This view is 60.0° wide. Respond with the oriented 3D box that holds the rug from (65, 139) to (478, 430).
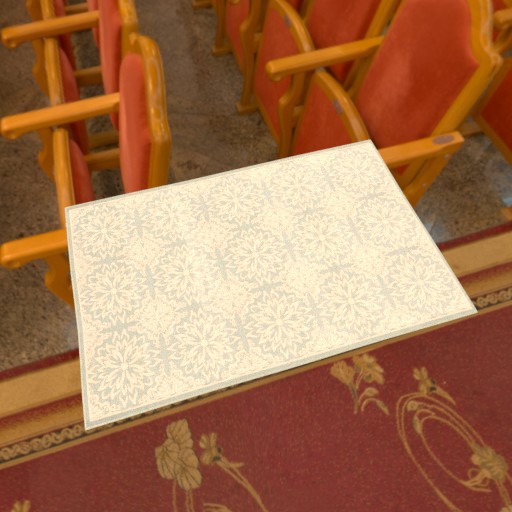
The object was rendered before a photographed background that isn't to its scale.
[{"bbox_3d":[0.000,0.000,2.279,1.840,0.012,1.219,-14,59,-9],"label":"rug"}]
